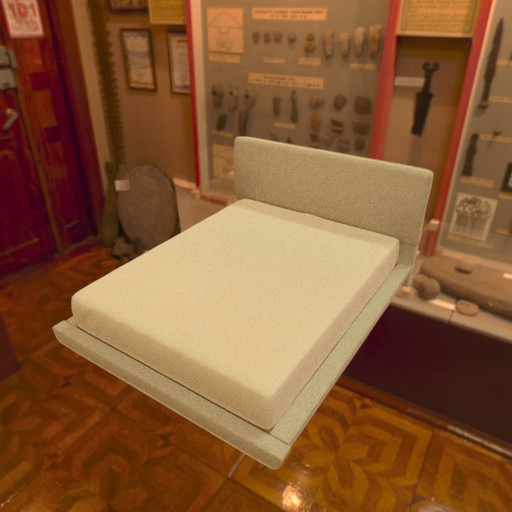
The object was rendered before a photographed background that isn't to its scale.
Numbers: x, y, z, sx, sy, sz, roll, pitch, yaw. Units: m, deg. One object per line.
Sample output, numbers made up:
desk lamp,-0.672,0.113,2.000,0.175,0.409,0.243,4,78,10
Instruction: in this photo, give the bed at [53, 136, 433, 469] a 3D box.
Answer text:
bed,0.000,0.000,3.543,1.980,1.126,2.498,18,35,29
